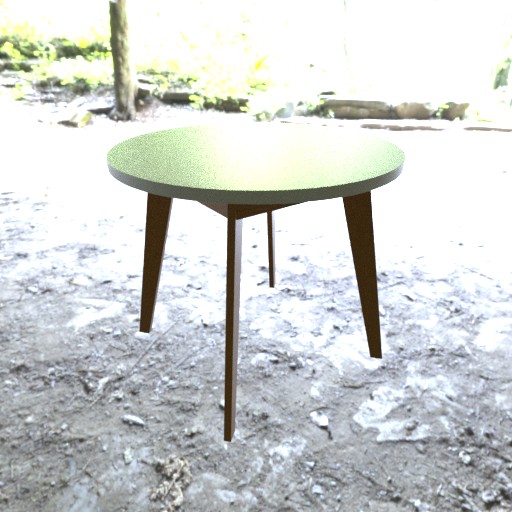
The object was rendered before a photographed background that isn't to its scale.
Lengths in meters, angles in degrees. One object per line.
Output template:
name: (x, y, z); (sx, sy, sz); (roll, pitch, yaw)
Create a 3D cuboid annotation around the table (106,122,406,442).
table: (0.000, 0.000, 1.552); (0.896, 0.762, 0.896); (0, 26, 0)
